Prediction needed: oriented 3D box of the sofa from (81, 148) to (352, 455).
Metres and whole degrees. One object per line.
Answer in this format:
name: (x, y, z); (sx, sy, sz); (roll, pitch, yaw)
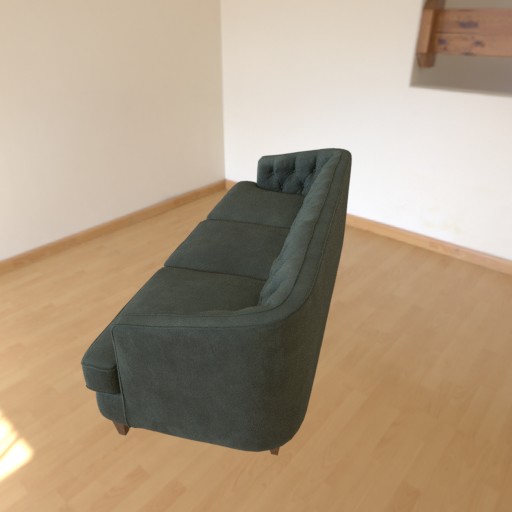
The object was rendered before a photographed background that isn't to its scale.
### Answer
sofa: (0.000, 0.000, 2.671); (0.941, 0.855, 2.278); (8, 30, 13)
